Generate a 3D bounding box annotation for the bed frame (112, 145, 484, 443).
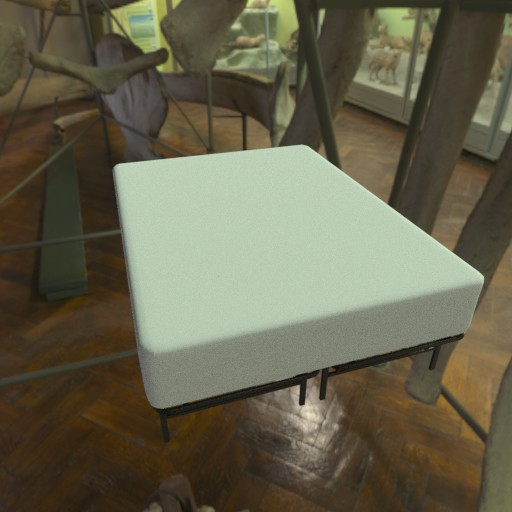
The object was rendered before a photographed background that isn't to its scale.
[{"bbox_3d":[0.000,0.000,2.741,1.528,0.677,2.037,-10,33,-15],"label":"bed frame"}]
